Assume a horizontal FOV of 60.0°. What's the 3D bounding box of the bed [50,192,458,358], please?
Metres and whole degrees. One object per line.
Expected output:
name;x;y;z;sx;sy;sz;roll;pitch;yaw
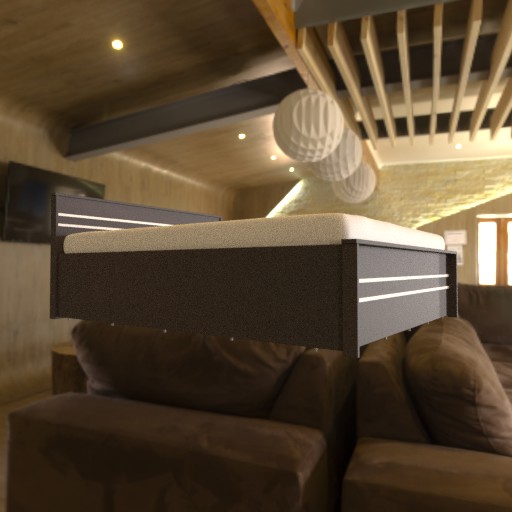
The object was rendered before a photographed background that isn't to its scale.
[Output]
bed;0.000;0.000;2.894;2.103;0.808;1.634;-1;-2;36
